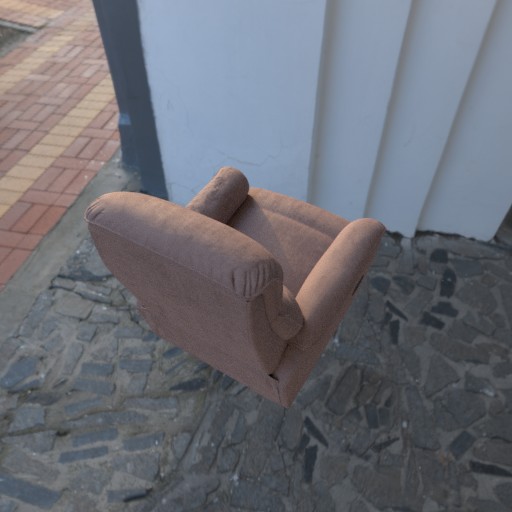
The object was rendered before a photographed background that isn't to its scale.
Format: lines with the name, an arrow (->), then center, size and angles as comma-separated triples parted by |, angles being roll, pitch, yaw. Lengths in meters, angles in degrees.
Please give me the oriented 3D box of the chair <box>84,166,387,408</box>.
chair -> 0.000, 0.000, 1.799 | 0.820, 1.037, 1.004 | 24, 52, 20
